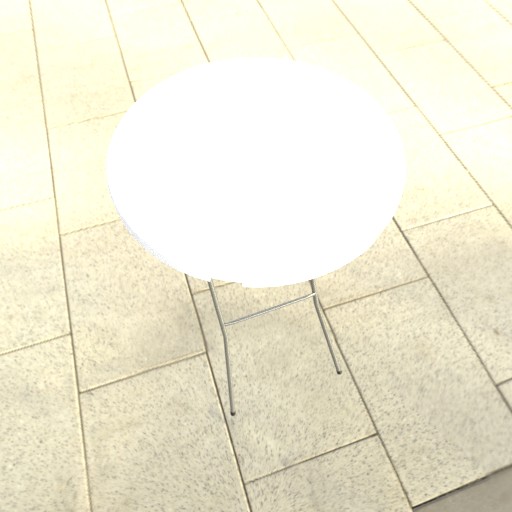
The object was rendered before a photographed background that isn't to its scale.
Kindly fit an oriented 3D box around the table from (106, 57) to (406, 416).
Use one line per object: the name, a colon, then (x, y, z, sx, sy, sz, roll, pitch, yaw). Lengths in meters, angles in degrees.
table: (0.000, 0.000, 1.653, 0.792, 1.105, 0.795, -18, 60, -11)
